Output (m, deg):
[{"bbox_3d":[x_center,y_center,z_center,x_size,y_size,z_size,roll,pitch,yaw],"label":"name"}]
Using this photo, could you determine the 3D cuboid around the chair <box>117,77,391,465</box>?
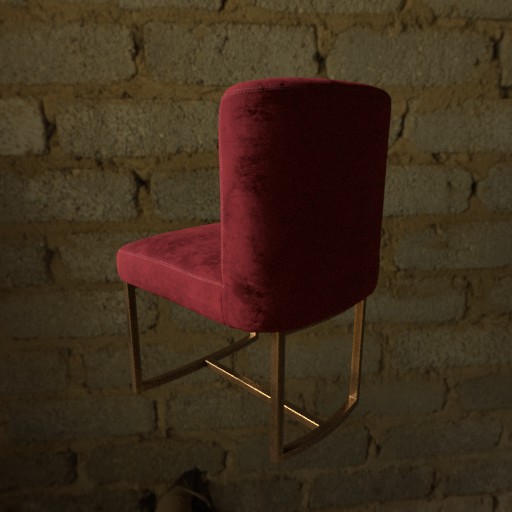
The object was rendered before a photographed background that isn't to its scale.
[{"bbox_3d":[0.000,0.000,1.161,0.530,0.824,0.560,-15,22,-42],"label":"chair"}]
